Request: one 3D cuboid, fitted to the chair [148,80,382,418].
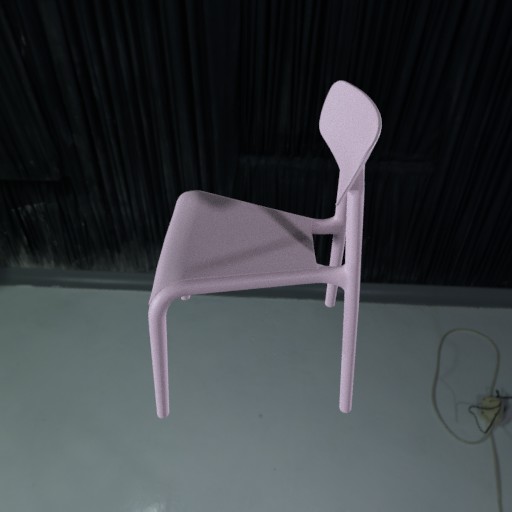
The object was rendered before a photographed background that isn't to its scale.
[{"bbox_3d":[0.000,0.000,0.851,0.401,0.580,0.356,1,41,1],"label":"chair"}]
